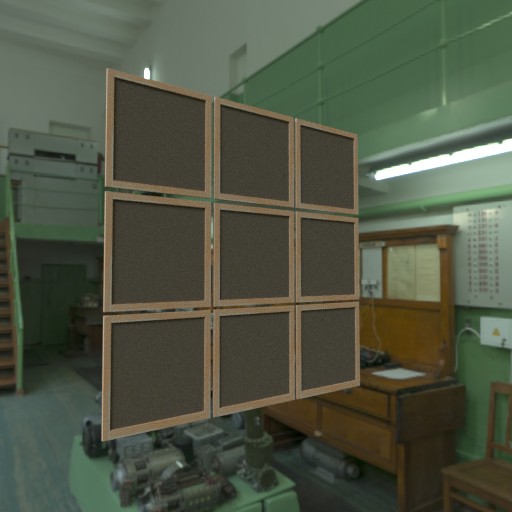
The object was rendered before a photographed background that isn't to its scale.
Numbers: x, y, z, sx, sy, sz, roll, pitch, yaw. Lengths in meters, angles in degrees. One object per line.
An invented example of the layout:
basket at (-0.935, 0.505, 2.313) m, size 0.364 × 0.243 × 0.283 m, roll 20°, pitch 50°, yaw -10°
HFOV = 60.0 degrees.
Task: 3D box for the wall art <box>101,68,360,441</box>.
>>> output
wall art at (0.000, 0.000, 1.800) m, size 1.216 × 1.218 × 0.013 m, roll 2°, pitch -3°, yaw -35°
